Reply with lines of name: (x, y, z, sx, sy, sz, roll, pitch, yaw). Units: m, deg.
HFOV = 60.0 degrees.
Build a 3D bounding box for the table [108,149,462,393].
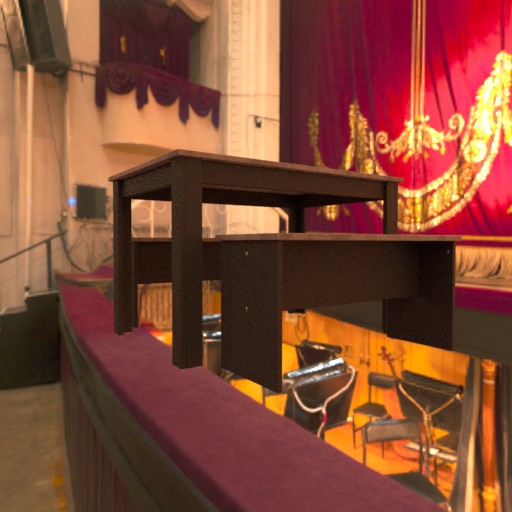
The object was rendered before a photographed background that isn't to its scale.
table: (0.000, 0.000, 1.997, 1.100, 0.700, 1.443, -1, 2, -35)
